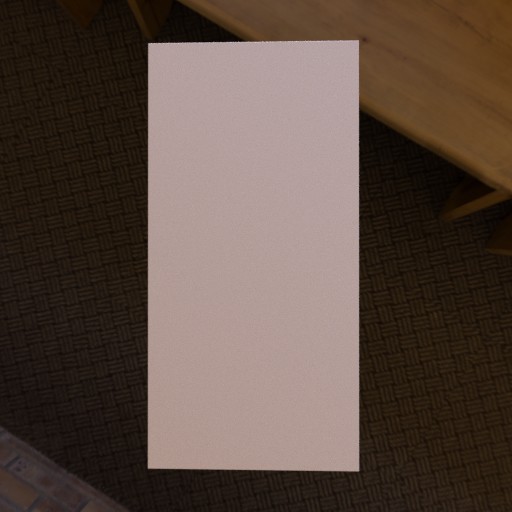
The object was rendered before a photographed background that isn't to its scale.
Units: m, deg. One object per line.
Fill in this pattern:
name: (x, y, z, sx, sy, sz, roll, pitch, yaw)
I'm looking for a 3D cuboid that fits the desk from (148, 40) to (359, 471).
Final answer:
desk: (0.000, 0.000, 1.820, 0.690, 0.740, 1.400, 0, 90, 2)
